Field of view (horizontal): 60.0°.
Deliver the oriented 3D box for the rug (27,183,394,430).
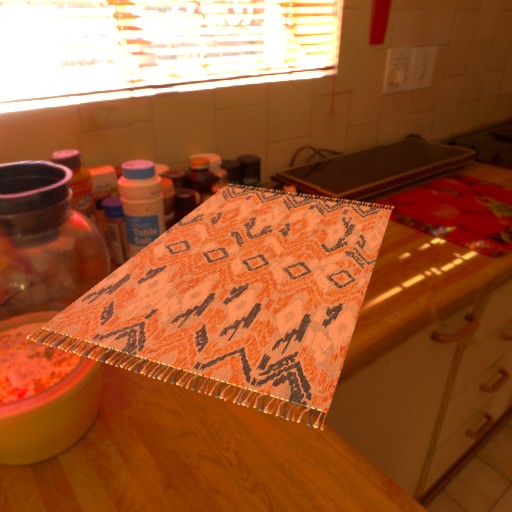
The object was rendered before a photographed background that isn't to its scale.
[{"bbox_3d":[0.000,0.000,2.963,1.533,0.010,2.428,11,31,19],"label":"rug"}]
